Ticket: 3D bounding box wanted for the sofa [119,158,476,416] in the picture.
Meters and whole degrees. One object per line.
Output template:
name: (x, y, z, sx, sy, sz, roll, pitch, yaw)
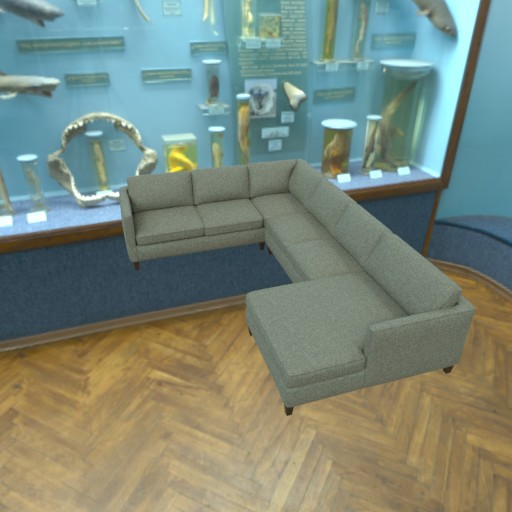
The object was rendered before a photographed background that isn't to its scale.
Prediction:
sofa: (0.000, 0.000, 4.577, 2.551, 0.889, 3.403, -9, 32, -15)
